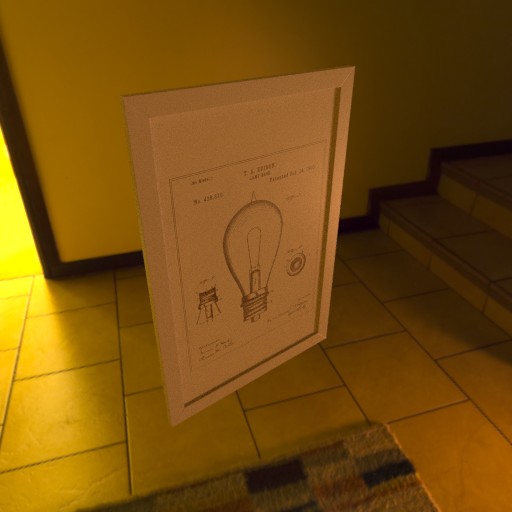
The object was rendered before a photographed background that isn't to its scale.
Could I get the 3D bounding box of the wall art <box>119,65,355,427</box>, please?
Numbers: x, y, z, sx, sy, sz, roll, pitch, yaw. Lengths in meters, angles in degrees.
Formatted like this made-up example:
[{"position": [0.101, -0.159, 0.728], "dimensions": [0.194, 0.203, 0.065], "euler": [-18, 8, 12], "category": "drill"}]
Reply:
[{"position": [0.000, 0.000, 0.629], "dimensions": [0.325, 0.474, 0.010], "euler": [-22, 37, -32], "category": "wall art"}]
